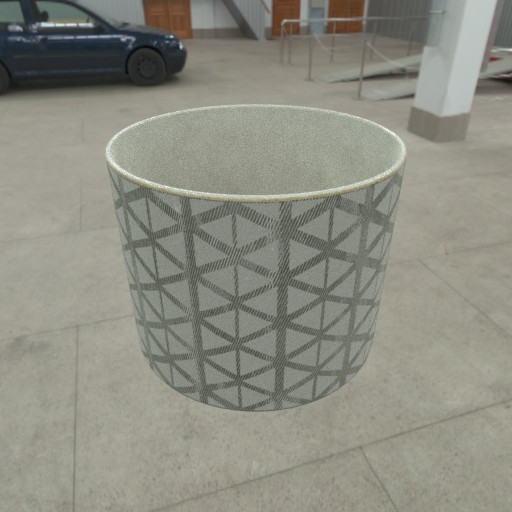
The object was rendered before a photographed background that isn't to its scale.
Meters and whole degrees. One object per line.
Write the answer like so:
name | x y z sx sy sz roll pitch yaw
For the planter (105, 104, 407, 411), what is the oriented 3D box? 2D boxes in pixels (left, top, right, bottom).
planter | 0.000 0.000 0.444 0.250 0.239 0.250 0 32 0
